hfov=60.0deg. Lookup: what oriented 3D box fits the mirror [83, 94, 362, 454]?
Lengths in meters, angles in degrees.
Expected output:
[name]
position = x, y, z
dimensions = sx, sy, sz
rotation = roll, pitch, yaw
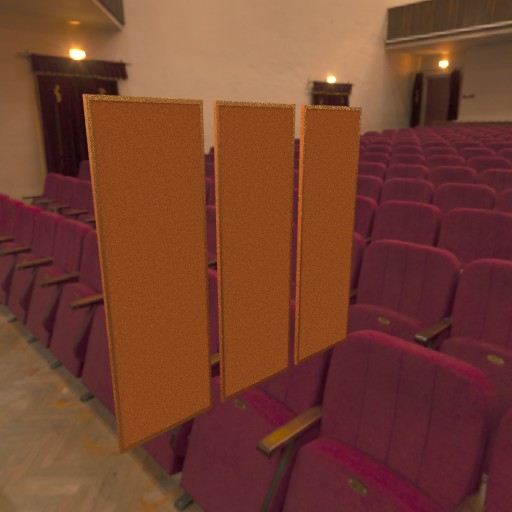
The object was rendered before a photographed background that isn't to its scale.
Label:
[mirror]
position = 0.000, 0.000, 1.415
dimensions = 1.011, 0.926, 0.023
rotation = -14, 21, -40
